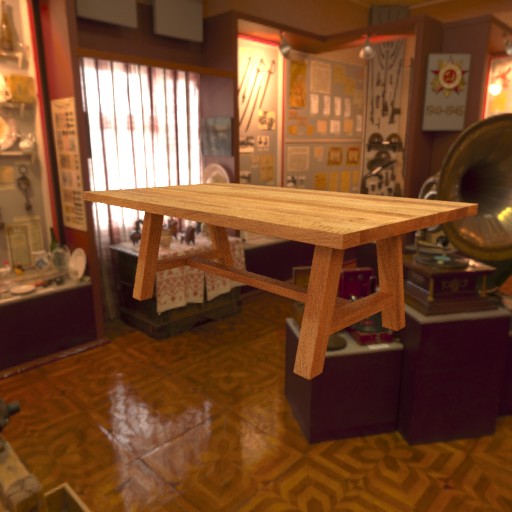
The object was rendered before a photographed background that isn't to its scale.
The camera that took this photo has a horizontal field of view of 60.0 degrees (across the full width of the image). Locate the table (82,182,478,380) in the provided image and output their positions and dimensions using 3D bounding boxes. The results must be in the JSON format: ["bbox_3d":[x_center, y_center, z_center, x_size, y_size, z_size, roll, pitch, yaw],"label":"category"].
[{"bbox_3d":[0.000,0.000,1.717,0.760,0.455,1.320,-13,19,-43],"label":"table"}]
